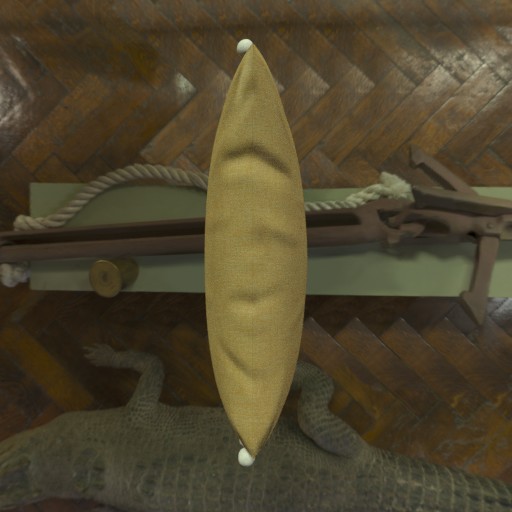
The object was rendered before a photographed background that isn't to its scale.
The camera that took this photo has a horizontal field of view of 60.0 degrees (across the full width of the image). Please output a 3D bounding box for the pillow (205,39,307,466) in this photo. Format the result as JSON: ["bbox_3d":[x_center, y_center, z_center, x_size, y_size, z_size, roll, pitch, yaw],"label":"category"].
[{"bbox_3d":[0.000,0.000,0.849,0.201,0.322,0.709,0,91,1],"label":"pillow"}]
